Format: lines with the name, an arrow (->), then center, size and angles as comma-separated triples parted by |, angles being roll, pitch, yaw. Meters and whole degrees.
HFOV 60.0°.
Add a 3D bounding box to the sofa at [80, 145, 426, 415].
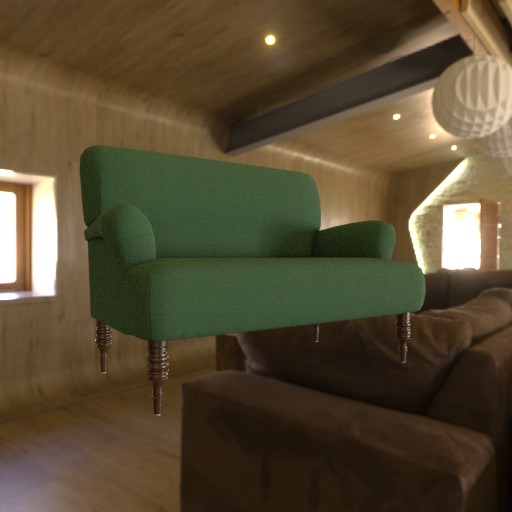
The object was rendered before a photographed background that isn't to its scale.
sofa -> 0.000, 0.000, 1.797 | 1.297, 0.889, 0.779 | 0, 0, -34
